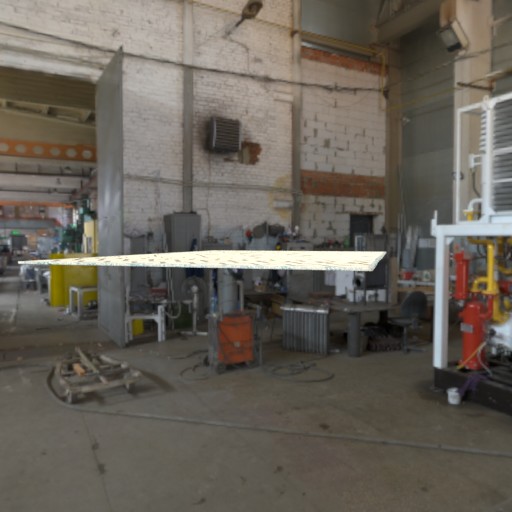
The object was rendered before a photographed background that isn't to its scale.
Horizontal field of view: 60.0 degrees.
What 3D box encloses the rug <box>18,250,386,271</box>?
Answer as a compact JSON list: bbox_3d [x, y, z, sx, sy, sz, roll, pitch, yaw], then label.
[{"bbox_3d":[0.000,0.000,2.297,1.260,0.009,1.820,1,2,18],"label":"rug"}]
